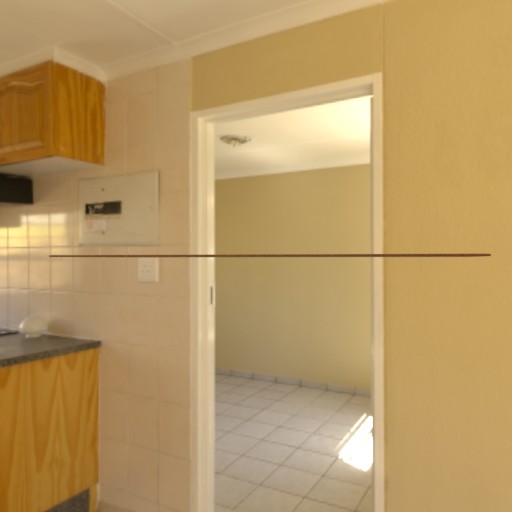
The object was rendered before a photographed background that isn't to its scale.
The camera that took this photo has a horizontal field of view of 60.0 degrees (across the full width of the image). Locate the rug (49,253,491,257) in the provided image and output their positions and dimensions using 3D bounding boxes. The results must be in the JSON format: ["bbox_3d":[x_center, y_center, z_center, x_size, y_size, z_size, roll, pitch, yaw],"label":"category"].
[{"bbox_3d":[0.000,0.000,2.691,2.448,0.012,0.769,0,0,19],"label":"rug"}]
